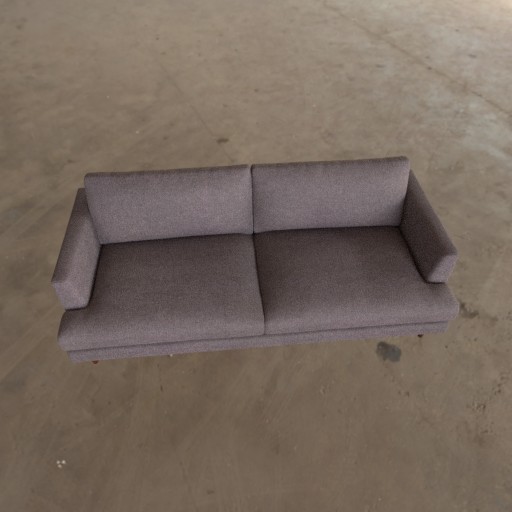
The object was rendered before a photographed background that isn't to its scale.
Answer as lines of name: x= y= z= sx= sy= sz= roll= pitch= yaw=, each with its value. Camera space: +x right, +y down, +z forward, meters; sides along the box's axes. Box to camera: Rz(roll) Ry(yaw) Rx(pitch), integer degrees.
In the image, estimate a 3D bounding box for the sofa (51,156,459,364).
sofa: x=0.000 y=0.000 z=2.768 sx=2.250 sy=0.868 sz=1.020 roll=-4 pitch=47 yaw=-4
